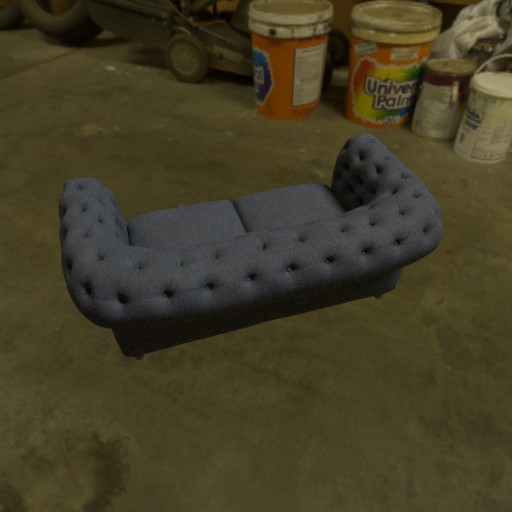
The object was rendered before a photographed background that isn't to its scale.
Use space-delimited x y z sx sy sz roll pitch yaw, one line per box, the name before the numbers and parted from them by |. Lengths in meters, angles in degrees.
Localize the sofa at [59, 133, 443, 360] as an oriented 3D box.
sofa | 0.000 0.000 2.539 1.988 0.833 1.082 -12 43 -13
